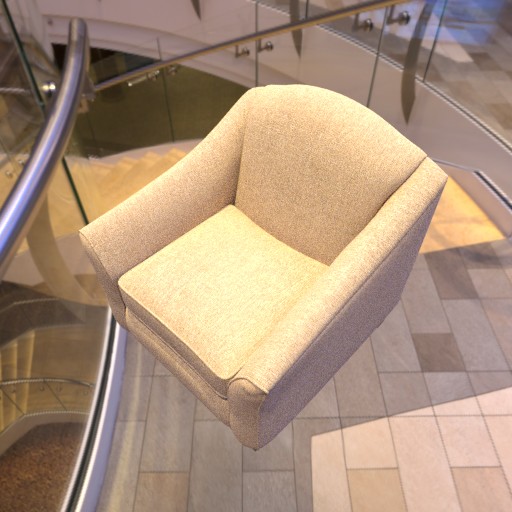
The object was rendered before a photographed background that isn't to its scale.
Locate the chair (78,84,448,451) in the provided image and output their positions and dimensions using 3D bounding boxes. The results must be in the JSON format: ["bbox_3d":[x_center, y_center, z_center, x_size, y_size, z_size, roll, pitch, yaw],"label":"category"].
[{"bbox_3d":[0.000,0.000,1.427,0.763,0.839,0.787,34,56,28],"label":"chair"}]
